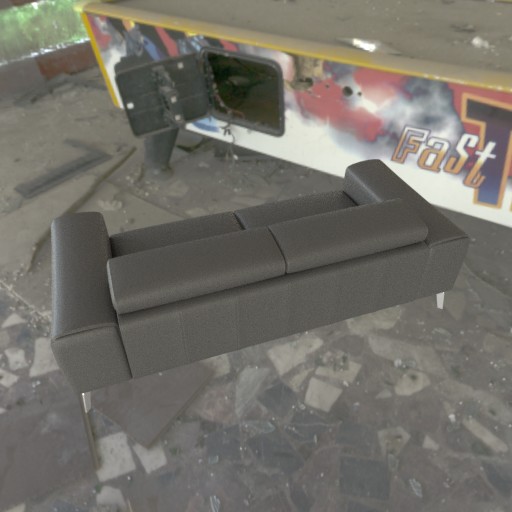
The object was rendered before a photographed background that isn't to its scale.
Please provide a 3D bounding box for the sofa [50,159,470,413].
[{"bbox_3d":[0.000,0.000,2.756,2.321,0.759,1.023,-13,42,-15],"label":"sofa"}]
